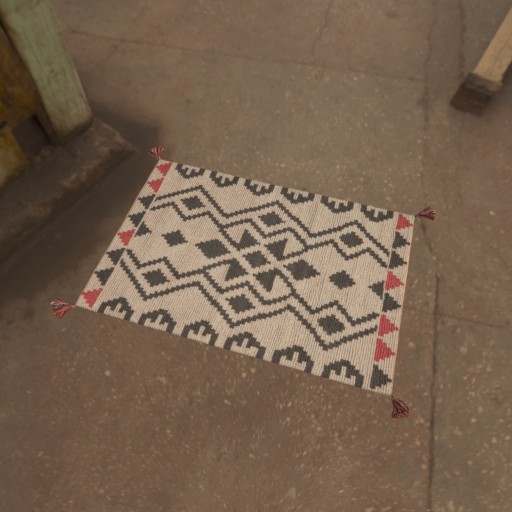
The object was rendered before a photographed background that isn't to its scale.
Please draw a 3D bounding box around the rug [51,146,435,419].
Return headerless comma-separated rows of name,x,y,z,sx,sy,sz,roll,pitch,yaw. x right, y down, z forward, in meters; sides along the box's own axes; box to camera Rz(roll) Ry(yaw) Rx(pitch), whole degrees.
rug,0.000,0.000,2.733,2.069,0.067,1.444,14,58,9
